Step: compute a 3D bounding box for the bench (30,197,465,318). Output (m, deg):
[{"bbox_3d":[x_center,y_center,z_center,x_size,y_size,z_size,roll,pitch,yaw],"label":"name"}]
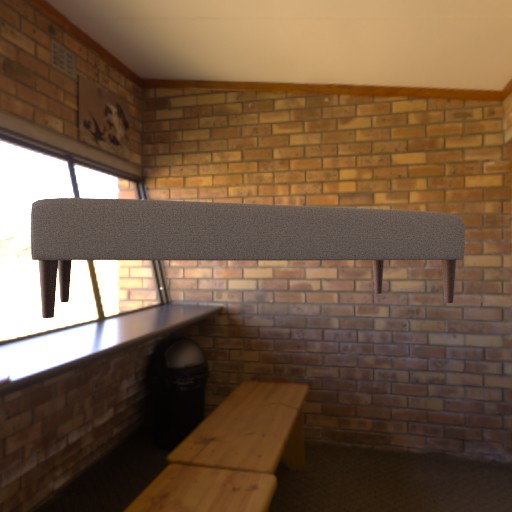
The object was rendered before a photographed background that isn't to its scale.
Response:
[{"bbox_3d":[0.000,0.000,1.828,1.598,0.383,0.631,0,0,-18],"label":"bench"}]
